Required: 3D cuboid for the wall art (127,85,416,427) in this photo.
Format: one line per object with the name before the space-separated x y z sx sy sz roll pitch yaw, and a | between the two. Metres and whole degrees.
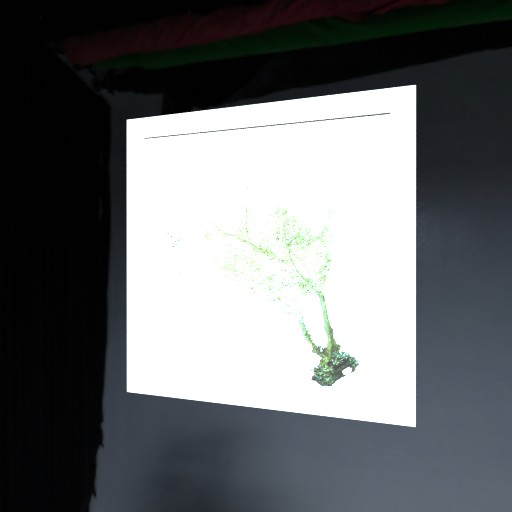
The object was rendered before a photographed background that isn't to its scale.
wall art | 0.000 0.000 0.865 0.584 0.584 0.013 0 0 20
